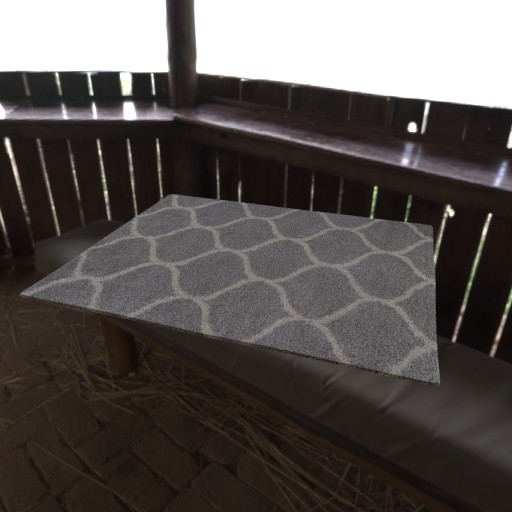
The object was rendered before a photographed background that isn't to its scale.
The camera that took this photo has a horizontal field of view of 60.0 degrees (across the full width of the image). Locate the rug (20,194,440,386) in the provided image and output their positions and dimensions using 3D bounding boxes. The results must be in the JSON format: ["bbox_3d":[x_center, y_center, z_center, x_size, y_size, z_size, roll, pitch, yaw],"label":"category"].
[{"bbox_3d":[0.000,0.000,3.938,3.000,0.026,2.399,9,29,16],"label":"rug"}]
